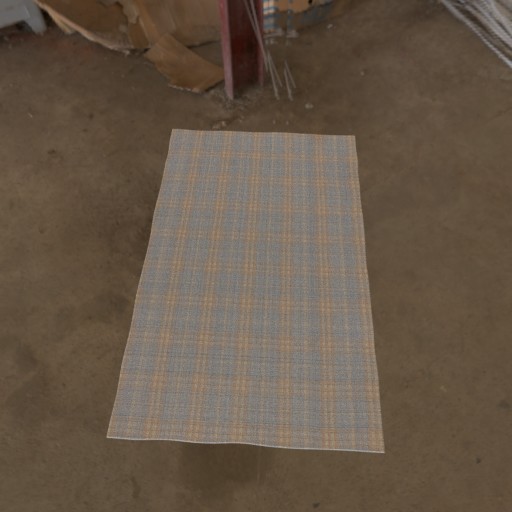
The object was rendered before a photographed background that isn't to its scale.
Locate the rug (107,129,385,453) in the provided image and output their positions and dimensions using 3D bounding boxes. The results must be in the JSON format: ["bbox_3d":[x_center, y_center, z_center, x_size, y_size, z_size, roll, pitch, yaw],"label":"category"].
[{"bbox_3d":[0.000,0.000,3.085,1.545,0.016,2.460,2,58,2],"label":"rug"}]
